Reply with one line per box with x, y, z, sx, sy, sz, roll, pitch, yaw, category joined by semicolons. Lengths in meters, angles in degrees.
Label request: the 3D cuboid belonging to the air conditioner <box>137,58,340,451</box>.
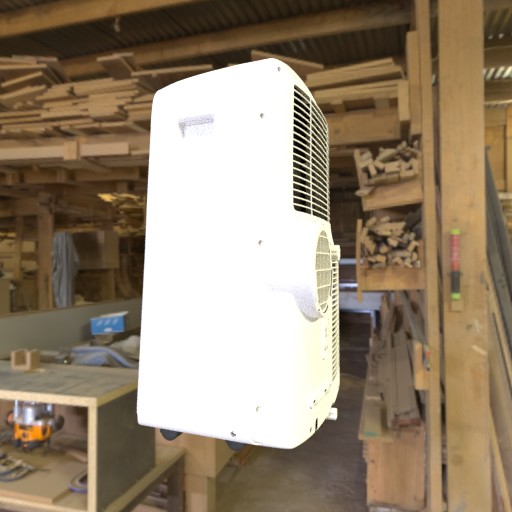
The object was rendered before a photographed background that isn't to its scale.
0.000;0.000;0.970;0.365;0.700;0.454;0;-1;20;air conditioner
